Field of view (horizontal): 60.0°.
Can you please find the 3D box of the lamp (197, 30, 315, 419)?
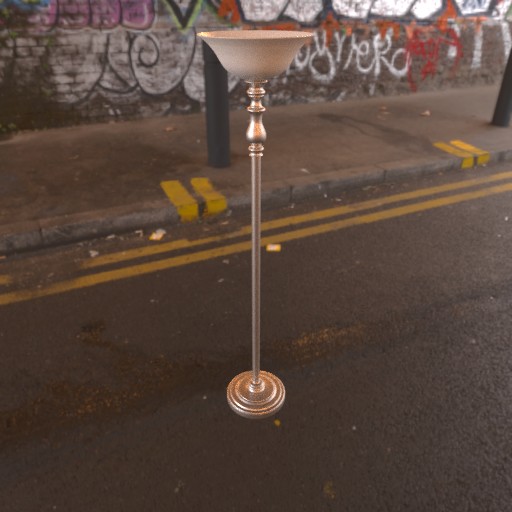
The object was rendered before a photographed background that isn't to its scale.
[{"bbox_3d":[0.000,0.000,1.972,0.405,1.771,0.405,8,31,13],"label":"lamp"}]
